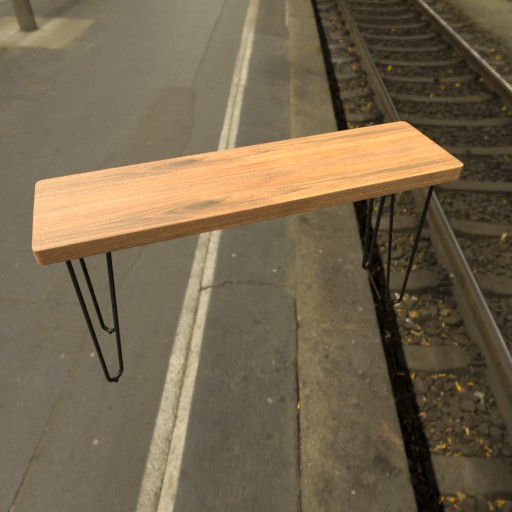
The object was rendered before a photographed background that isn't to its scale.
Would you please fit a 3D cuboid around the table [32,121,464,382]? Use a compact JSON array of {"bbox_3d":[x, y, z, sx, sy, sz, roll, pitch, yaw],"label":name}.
[{"bbox_3d":[0.000,0.000,1.943,1.570,0.834,0.425,-13,43,-14],"label":"table"}]
